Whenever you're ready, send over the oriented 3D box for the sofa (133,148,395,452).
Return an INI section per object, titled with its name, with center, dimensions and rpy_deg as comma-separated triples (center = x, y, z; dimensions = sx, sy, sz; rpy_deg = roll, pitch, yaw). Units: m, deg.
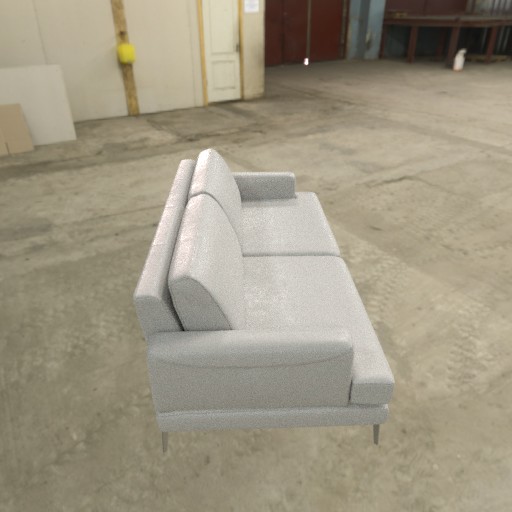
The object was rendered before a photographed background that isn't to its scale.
[sofa]
center = 0.000, 0.000, 2.450
dimensions = 0.974, 0.765, 1.940
rpy_deg = -1, 29, -2
